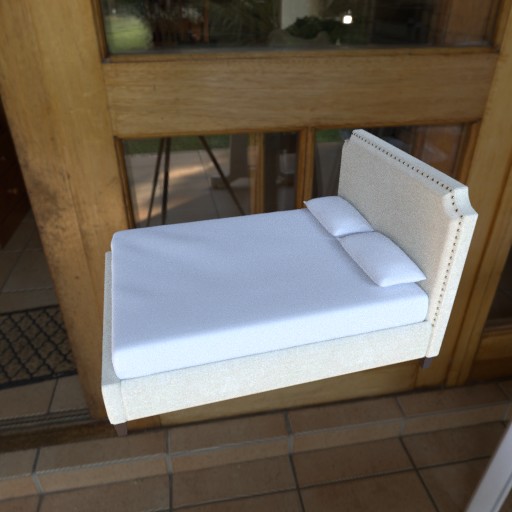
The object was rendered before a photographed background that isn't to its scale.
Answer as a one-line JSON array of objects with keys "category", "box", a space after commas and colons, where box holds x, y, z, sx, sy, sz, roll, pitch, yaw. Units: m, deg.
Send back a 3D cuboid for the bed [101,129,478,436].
[{"category": "bed", "box": [0.000, 0.000, 3.470, 2.381, 1.457, 1.713, -8, 32, -13]}]
